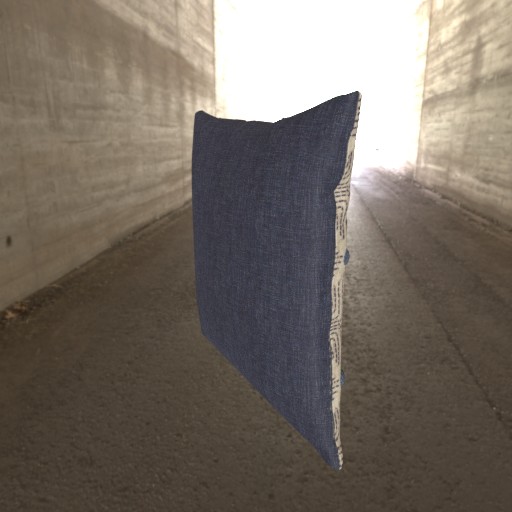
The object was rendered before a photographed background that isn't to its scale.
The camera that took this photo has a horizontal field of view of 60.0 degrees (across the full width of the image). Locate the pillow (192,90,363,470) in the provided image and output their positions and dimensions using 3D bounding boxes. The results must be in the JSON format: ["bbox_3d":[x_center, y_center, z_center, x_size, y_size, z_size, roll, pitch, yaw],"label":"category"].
[{"bbox_3d":[0.000,0.000,0.780,0.145,0.510,0.510,-8,17,-27],"label":"pillow"}]
